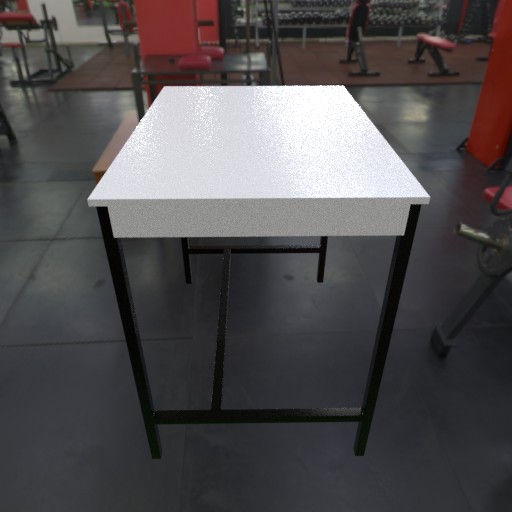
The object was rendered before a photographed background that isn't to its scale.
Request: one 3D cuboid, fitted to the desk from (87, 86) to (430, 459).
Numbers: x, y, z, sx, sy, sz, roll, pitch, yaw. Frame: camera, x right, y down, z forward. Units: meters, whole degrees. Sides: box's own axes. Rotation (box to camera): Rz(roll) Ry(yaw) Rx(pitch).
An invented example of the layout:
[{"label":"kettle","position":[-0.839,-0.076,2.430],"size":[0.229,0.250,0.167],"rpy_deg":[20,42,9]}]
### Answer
[{"label":"desk","position":[0.000,0.000,1.289],"size":[0.573,0.766,0.811],"rpy_deg":[0,33,-1]}]
